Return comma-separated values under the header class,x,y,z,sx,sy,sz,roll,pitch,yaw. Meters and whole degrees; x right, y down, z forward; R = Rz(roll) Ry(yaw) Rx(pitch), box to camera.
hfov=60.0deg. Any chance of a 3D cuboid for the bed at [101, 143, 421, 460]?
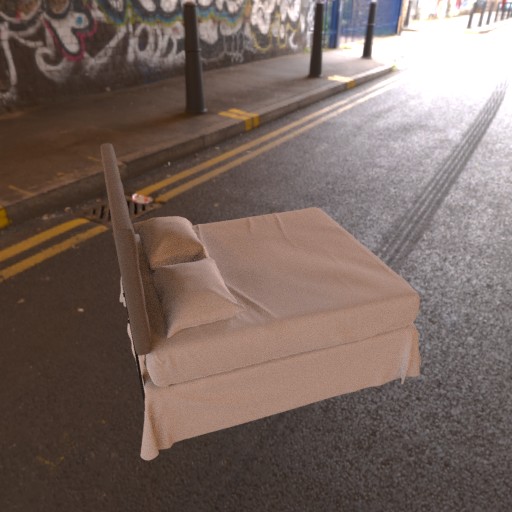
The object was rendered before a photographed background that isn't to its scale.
class,x,y,z,sx,sy,sz,roll,pitch,yaw
bed,0.000,0.000,3.541,2.222,1.577,1.936,-10,32,-17
